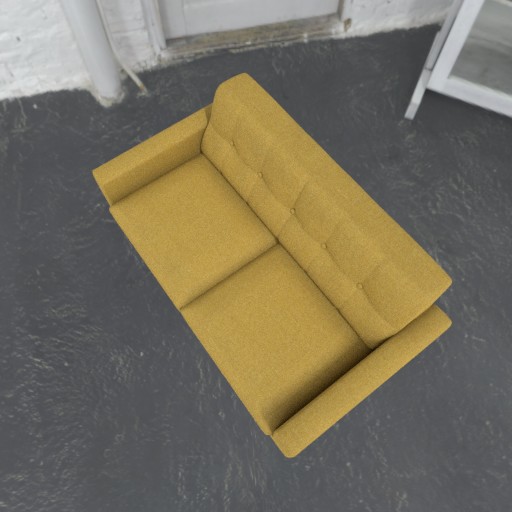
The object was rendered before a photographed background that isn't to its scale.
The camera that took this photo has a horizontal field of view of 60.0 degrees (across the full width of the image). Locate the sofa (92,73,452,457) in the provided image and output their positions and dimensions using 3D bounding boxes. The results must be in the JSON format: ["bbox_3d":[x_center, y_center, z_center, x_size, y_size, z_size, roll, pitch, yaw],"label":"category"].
[{"bbox_3d":[0.000,0.000,2.183,0.909,0.841,1.631,-34,70,-14],"label":"sofa"}]
